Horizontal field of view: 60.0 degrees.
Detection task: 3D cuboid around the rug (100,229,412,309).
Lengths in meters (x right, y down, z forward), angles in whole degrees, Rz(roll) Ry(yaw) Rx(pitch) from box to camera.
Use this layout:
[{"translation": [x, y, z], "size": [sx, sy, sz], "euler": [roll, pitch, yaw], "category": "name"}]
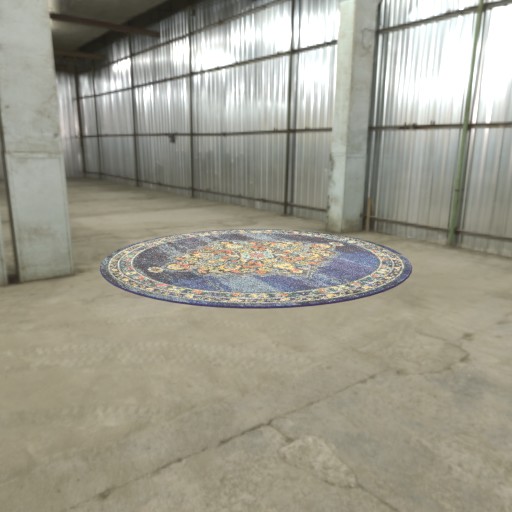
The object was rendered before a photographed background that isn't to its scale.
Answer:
[{"translation": [0.000, 0.000, 3.578], "size": [2.386, 0.014, 2.386], "euler": [0, 14, 0], "category": "rug"}]
